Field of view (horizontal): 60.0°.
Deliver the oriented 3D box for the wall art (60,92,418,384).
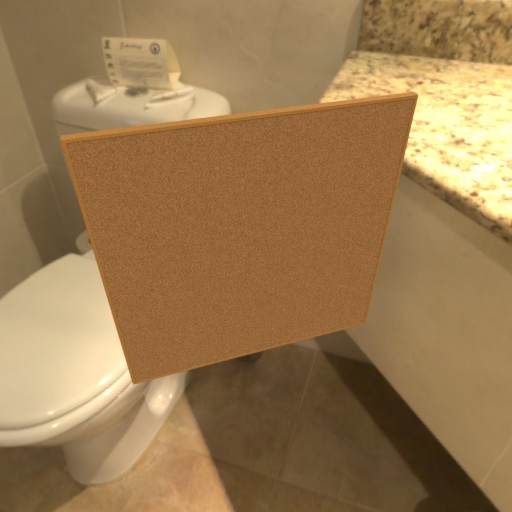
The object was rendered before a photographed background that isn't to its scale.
[{"bbox_3d":[0.000,0.000,0.690,0.457,0.455,0.013,-12,41,-14],"label":"wall art"}]
